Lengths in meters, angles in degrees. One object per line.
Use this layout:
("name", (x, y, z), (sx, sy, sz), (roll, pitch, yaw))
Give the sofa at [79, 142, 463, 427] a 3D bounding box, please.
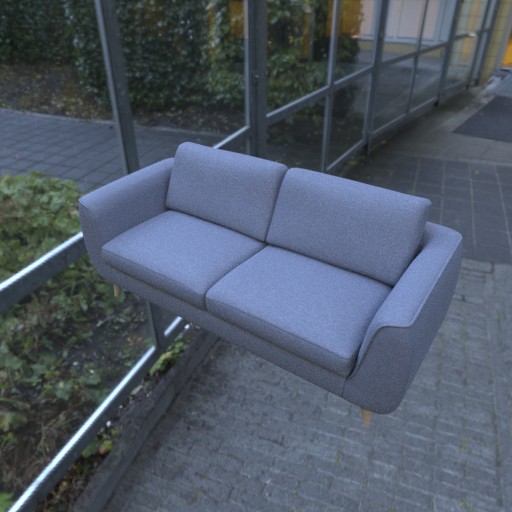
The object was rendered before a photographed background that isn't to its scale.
("sofa", (0.000, 0.000, 2.523), (2.000, 0.870, 0.920), (20, 37, 29))
